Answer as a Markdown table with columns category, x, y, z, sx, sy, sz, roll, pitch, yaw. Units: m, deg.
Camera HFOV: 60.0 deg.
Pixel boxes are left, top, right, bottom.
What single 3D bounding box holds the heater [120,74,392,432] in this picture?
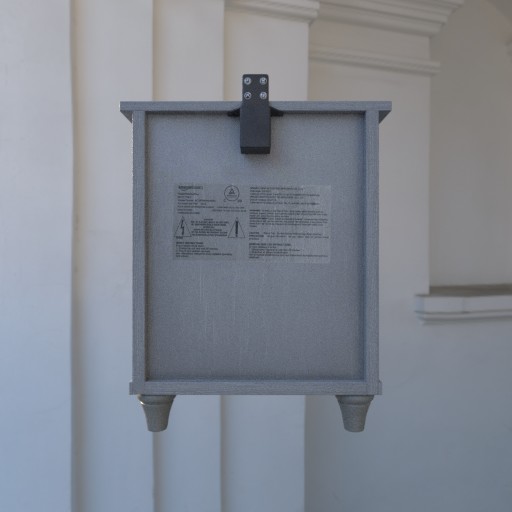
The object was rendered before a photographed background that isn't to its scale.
| category | x | y | z | sx | sy | sz | roll | pitch | yaw |
| --- | --- | --- | --- | --- | --- | --- | --- | --- | --- |
| heater | 0.000 | 0.000 | 0.767 | 0.362 | 0.481 | 0.400 | 0 | 0 | 0 |
